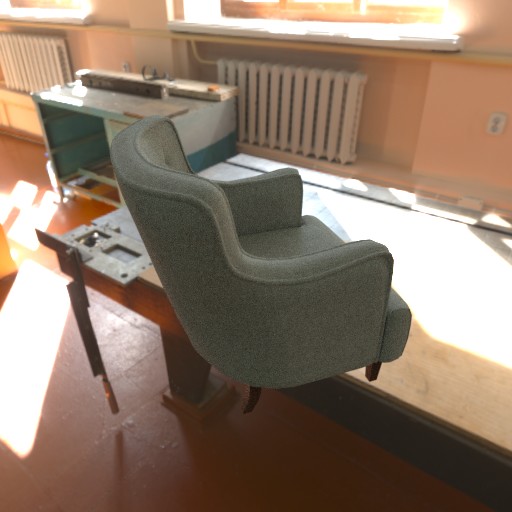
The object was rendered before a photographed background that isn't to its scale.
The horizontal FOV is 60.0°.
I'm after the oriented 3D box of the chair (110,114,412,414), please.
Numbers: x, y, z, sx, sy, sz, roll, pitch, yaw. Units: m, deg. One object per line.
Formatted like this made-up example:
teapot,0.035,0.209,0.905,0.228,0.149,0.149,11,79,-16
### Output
chair,0.000,0.000,1.637,0.910,0.920,0.820,-10,33,-17
